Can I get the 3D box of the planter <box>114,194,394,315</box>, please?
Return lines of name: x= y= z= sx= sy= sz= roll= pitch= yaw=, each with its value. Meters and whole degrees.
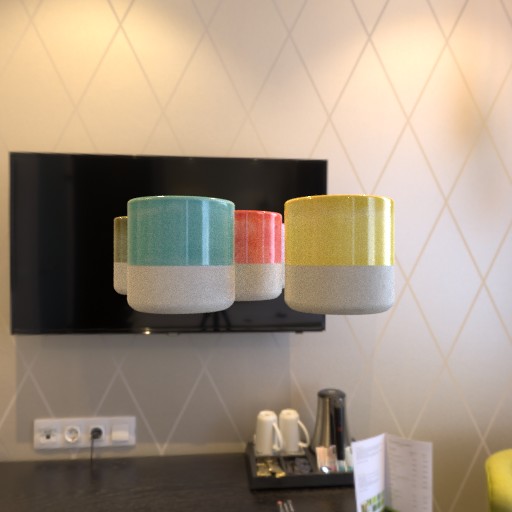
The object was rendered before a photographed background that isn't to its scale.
planter: x=0.000 y=0.000 z=0.399 sx=0.257 sy=0.075 sz=0.286 roll=0 pitch=0 yaw=-36
